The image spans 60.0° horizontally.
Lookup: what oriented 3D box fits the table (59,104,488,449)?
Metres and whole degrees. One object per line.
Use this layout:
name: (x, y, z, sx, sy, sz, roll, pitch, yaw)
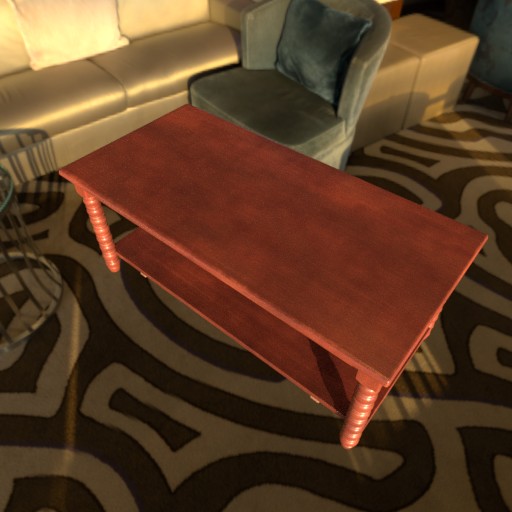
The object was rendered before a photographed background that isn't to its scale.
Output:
table: (0.000, 0.000, 1.479, 1.171, 0.485, 0.580, 31, 53, 26)
